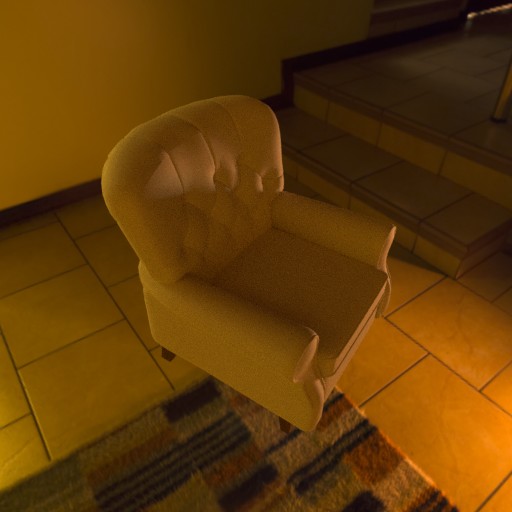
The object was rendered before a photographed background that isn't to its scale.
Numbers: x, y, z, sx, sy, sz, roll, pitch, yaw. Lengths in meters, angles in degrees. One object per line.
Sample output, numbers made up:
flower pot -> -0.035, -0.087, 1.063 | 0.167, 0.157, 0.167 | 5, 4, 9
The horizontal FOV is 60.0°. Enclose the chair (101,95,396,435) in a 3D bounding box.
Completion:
chair -> 0.000, 0.000, 2.077 | 1.132, 1.169, 1.035 | 23, 45, 25
